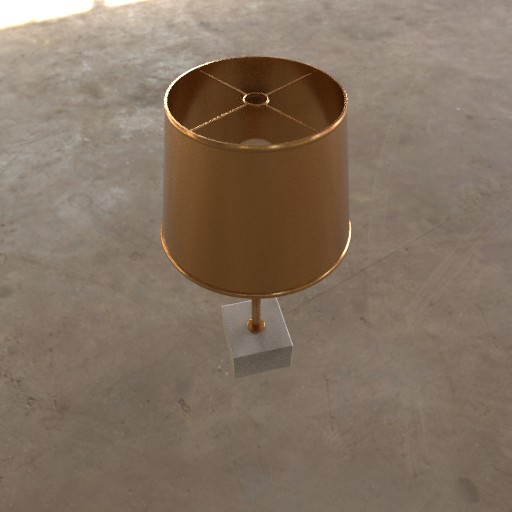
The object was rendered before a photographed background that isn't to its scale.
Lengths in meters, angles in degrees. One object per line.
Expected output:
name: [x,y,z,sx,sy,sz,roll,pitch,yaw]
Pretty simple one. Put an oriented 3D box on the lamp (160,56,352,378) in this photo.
lamp: [0.000,0.000,0.528,0.208,0.406,0.208,0,47,0]
